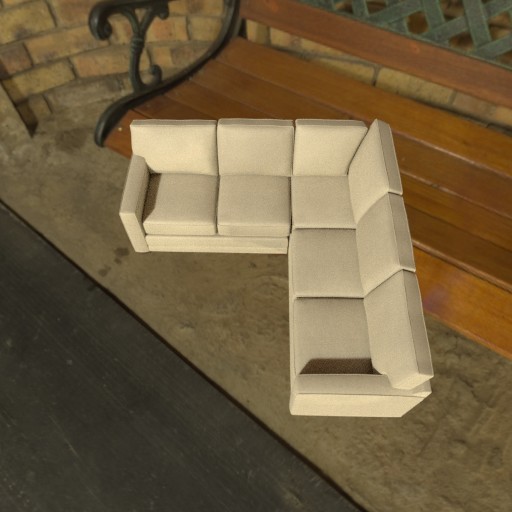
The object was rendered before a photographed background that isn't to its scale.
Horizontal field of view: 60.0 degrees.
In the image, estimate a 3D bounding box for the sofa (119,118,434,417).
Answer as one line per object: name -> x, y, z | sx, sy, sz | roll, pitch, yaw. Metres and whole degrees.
sofa -> 0.000, 0.000, 3.443 | 2.182, 0.939, 2.189 | 1, 59, 1
